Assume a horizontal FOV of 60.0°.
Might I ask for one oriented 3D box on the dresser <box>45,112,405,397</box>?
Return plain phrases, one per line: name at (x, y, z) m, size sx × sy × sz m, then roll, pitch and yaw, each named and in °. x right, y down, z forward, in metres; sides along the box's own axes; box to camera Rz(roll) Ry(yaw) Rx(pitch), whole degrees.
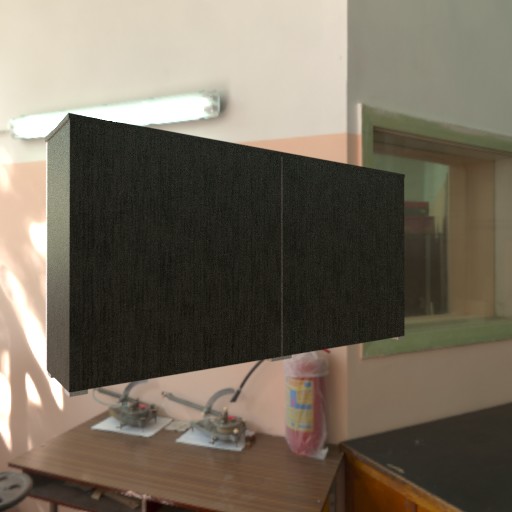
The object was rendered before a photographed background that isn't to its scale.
dresser at (0.000, 0.000, 1.817) m, size 1.535 × 0.790 × 0.333 m, roll 0°, pitch 0°, yaw -36°
